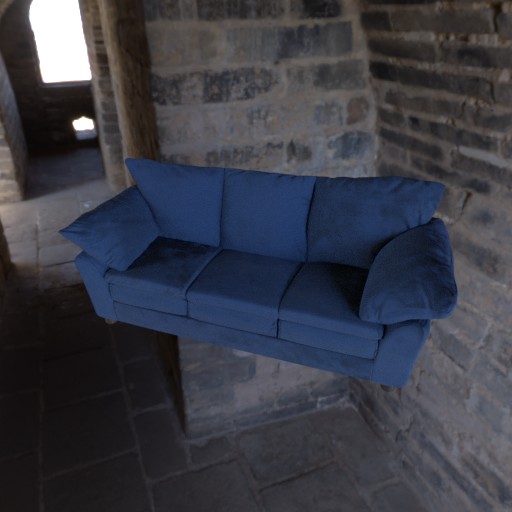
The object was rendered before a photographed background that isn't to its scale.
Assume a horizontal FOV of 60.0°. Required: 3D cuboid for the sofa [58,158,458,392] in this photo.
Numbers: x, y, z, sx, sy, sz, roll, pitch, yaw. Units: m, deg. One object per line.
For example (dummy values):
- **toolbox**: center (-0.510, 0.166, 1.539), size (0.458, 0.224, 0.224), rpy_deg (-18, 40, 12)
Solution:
- **sofa**: center (0.000, 0.000, 2.911), size (2.390, 1.091, 0.907), rpy_deg (10, 29, 18)
